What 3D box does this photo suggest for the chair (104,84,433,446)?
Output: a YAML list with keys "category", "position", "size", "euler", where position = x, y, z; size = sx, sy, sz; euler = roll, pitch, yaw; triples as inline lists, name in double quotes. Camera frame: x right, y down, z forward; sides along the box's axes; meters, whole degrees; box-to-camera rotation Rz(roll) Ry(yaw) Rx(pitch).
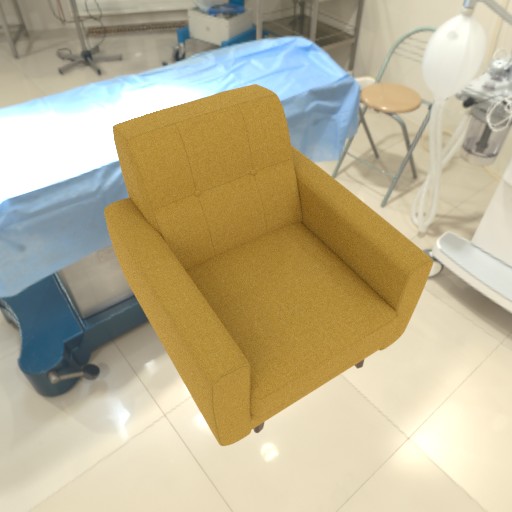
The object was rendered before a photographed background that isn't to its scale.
- category: "chair"
  position: [0.000, 0.000, 1.604]
  size: [0.831, 0.841, 0.909]
  euler: [-25, 51, -22]
